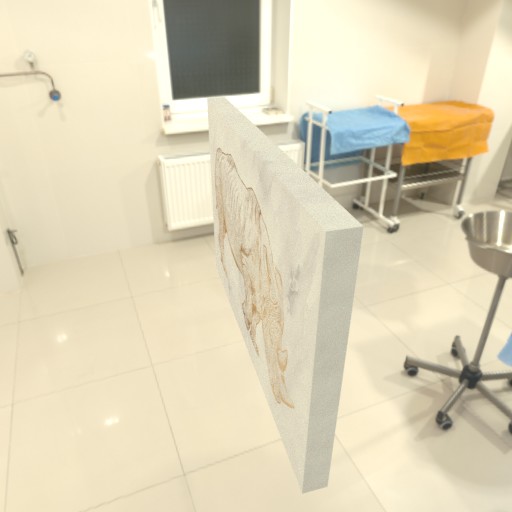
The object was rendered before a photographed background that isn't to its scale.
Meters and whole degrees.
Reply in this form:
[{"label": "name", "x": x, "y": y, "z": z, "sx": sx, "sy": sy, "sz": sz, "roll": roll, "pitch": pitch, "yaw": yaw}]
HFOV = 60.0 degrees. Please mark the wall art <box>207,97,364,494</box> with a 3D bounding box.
[{"label": "wall art", "x": 0.000, "y": 0.000, "z": 0.763, "sx": 0.038, "sy": 0.407, "sz": 0.609, "roll": -8, "pitch": 32, "yaw": -13}]
